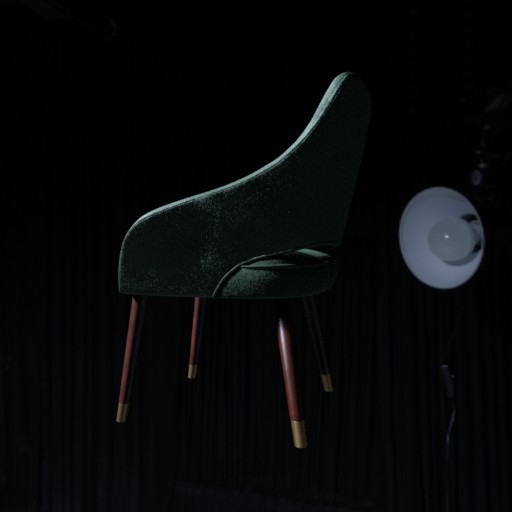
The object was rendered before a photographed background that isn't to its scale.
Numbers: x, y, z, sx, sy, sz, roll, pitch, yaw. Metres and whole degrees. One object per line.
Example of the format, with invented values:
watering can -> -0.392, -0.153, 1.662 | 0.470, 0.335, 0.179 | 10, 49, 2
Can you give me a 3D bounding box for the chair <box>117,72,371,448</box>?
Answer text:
chair -> 0.000, 0.000, 1.588 | 0.794, 1.081, 0.683 | 0, 1, 18
